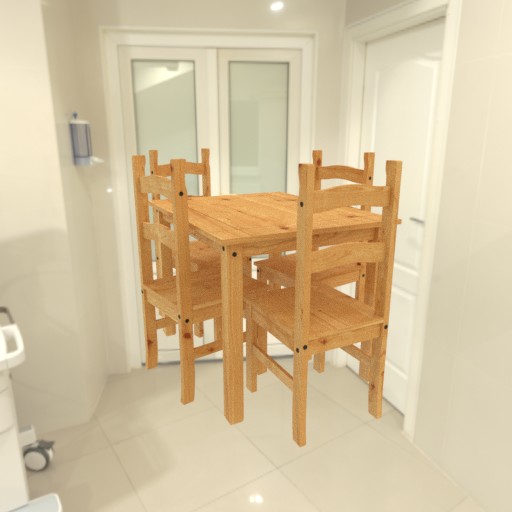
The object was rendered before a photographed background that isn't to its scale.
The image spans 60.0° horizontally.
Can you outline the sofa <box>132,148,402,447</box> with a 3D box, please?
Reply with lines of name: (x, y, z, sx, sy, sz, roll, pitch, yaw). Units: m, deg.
sofa: (0.000, 0.000, 2.211, 1.144, 1.000, 1.529, -8, 17, -26)
